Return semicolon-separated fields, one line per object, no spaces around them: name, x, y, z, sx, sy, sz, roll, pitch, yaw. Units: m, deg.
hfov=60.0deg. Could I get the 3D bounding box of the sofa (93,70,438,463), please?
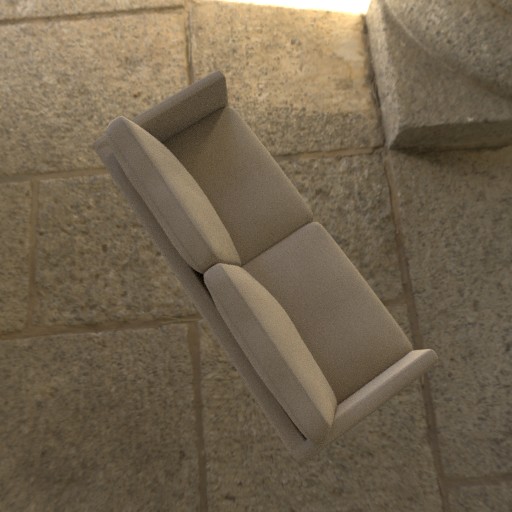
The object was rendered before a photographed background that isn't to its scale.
sofa;0.000;0.000;2.745;0.948;0.932;2.181;-33;78;-8
